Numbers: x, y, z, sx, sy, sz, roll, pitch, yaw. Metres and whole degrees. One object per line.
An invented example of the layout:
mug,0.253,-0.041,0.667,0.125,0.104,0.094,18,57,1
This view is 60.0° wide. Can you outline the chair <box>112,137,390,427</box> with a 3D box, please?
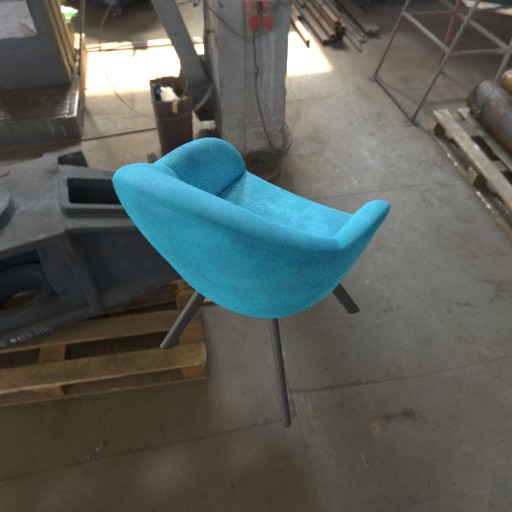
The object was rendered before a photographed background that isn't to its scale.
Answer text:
chair,0.000,0.000,1.183,0.550,0.795,0.590,26,52,22
